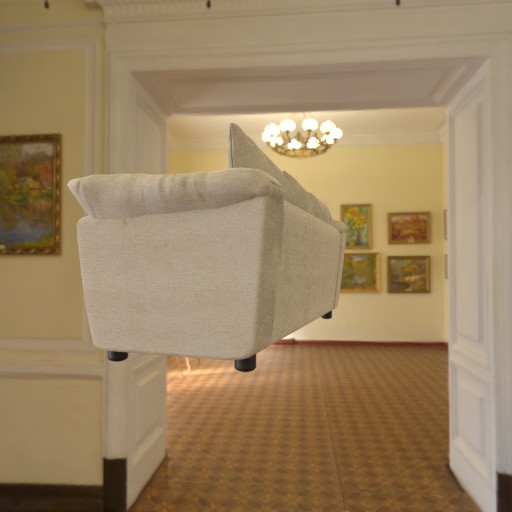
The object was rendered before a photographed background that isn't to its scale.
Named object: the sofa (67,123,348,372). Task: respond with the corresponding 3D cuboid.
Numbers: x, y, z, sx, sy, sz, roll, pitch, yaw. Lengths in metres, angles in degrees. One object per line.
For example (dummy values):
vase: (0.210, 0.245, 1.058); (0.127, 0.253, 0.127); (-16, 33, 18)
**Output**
sofa: (0.000, 0.000, 2.790); (0.893, 0.981, 2.377); (0, -2, 19)
